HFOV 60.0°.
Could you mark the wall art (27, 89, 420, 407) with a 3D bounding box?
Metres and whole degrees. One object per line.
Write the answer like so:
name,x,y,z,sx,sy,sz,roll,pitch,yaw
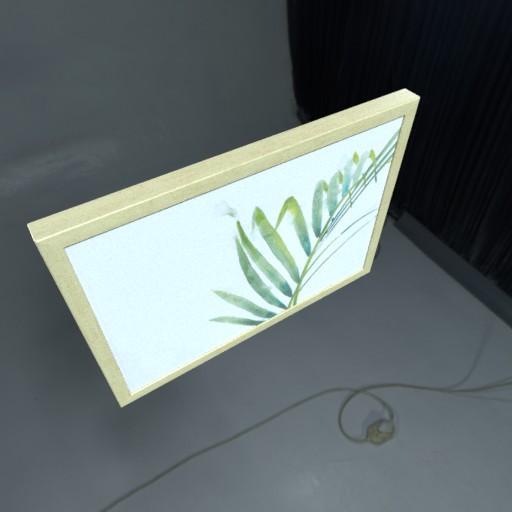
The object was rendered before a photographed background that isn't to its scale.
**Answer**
wall art,0.000,0.000,0.679,0.533,0.381,0.032,-25,52,-21
